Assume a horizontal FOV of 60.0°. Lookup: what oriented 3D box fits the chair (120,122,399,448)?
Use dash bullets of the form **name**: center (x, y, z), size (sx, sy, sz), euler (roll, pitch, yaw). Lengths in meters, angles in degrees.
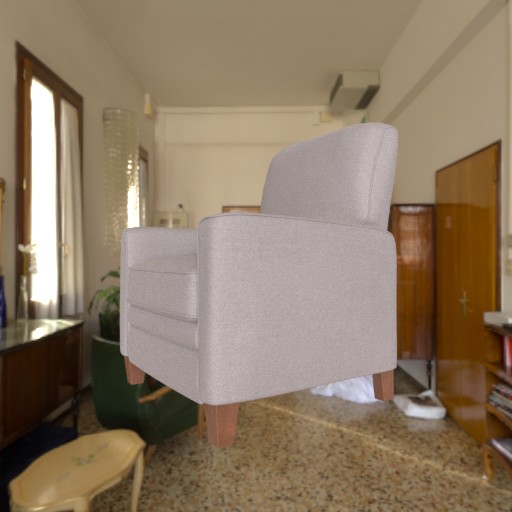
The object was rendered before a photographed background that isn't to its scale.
- **chair**: center (0.000, 0.000, 1.701), size (0.859, 1.023, 0.845), euler (0, 0, -34)
